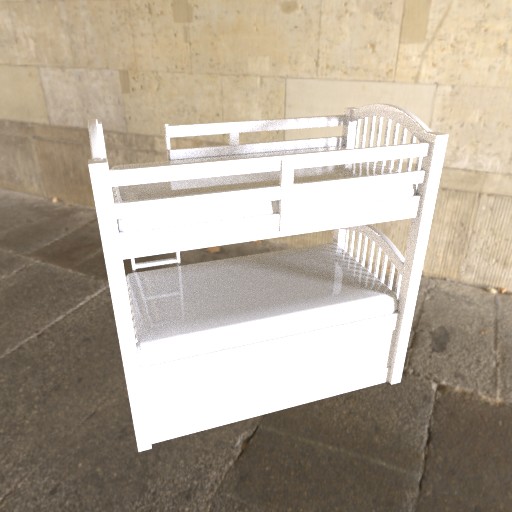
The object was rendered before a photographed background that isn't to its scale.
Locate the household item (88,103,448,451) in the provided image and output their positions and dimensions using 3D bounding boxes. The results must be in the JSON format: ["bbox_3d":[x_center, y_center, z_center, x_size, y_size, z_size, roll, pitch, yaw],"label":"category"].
[{"bbox_3d":[0.000,0.000,3.246,2.032,2.032,1.143,-9,28,-17],"label":"household item"}]
